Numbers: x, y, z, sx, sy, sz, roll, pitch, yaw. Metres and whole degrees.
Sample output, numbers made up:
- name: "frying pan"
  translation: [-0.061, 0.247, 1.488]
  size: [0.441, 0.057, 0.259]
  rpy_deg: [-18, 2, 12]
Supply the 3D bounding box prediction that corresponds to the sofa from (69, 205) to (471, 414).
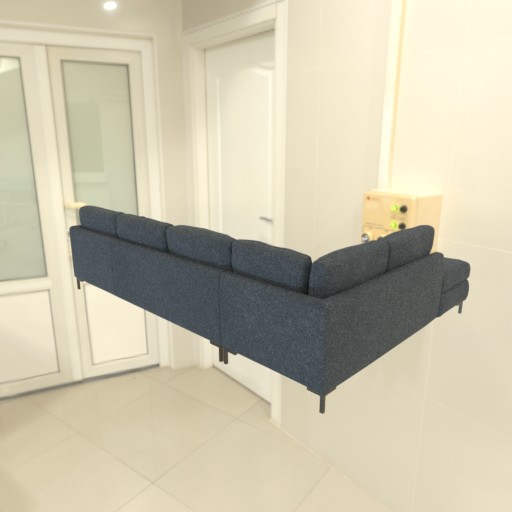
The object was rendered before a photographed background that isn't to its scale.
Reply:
- name: "sofa"
  translation: [0.000, 0.000, 3.869]
  size: [2.956, 0.813, 2.007]
  rpy_deg: [14, 20, 42]
